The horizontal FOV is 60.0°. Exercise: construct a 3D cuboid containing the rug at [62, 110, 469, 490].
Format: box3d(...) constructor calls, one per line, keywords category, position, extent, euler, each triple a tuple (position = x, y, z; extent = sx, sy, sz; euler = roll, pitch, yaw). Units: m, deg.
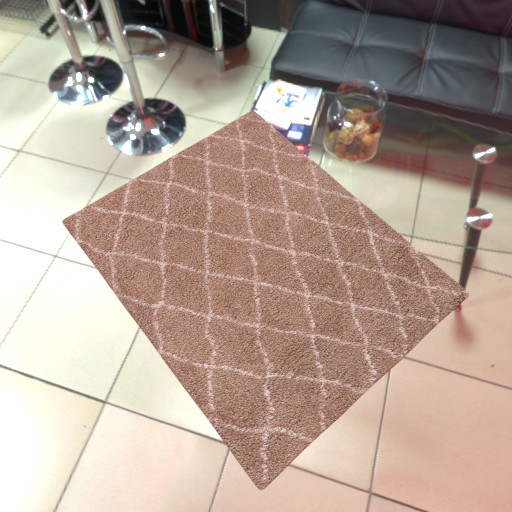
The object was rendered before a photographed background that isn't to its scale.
box3d(category="rug", position=(0.000, 0.000, 4.143), extent=(2.438, 0.029, 3.047), euler=(-36, 66, -19))
